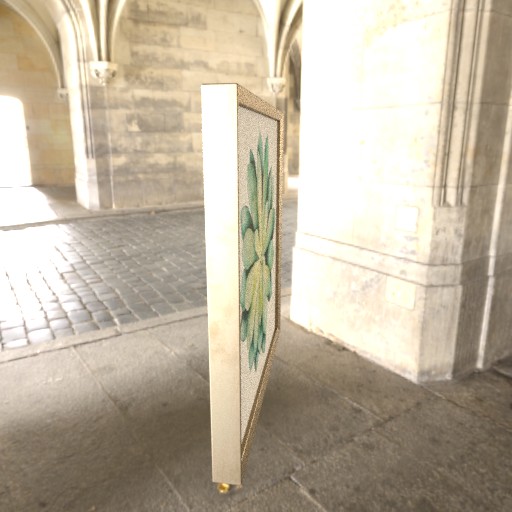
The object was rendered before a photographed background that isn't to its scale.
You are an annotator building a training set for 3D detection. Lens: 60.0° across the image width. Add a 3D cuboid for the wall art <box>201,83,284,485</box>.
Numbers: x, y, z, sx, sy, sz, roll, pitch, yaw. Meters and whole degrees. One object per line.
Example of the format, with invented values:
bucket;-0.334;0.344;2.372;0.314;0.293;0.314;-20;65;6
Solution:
wall art;0.000;0.000;0.774;0.040;0.506;0.503;2;15;9
